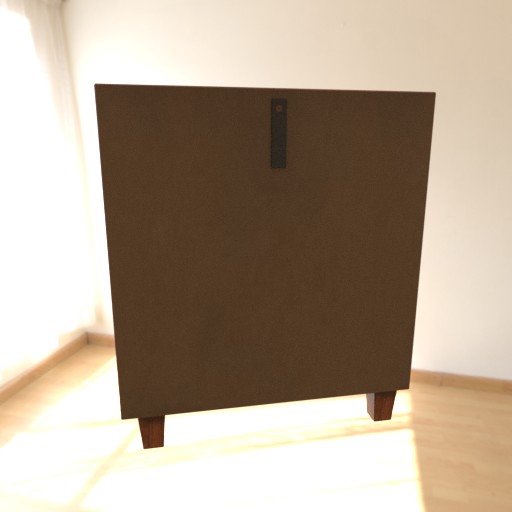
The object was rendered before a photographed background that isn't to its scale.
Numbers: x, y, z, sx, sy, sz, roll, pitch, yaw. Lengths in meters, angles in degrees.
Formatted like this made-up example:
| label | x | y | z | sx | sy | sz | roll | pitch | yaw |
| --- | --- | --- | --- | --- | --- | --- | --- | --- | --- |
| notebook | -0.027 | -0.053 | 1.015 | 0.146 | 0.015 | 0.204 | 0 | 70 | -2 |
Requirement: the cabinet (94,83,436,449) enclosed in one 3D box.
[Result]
| label | x | y | z | sx | sy | sz | roll | pitch | yaw |
| --- | --- | --- | --- | --- | --- | --- | --- | --- | --- |
| cabinet | 0.000 | 0.000 | 1.040 | 0.607 | 0.695 | 0.410 | -3 | 14 | -10 |
